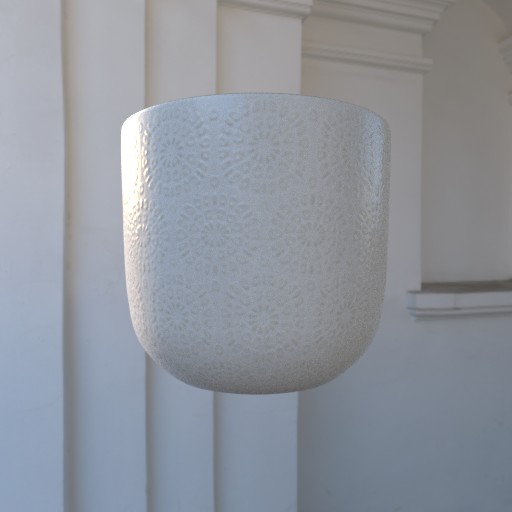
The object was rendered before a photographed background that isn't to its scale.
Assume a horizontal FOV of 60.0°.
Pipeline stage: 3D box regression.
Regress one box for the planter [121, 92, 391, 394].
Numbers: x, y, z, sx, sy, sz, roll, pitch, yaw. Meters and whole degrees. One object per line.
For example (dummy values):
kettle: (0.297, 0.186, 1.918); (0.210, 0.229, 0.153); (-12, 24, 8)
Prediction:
planter: (0.000, 0.000, 0.358); (0.208, 0.190, 0.208); (0, 0, 0)
